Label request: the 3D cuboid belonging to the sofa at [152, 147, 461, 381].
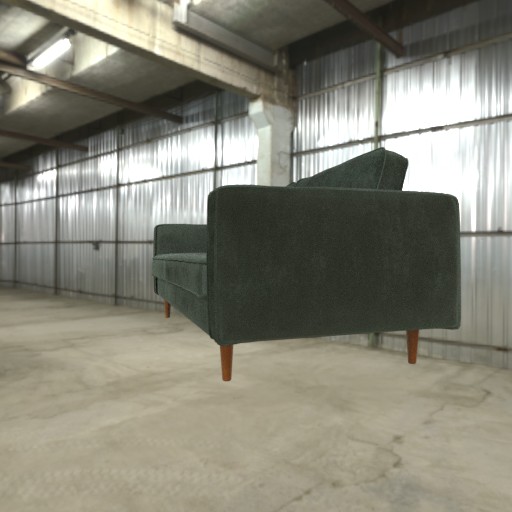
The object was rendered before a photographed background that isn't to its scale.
[{"bbox_3d":[0.000,0.000,2.207,0.886,0.781,1.816,0,0,-18],"label":"sofa"}]
